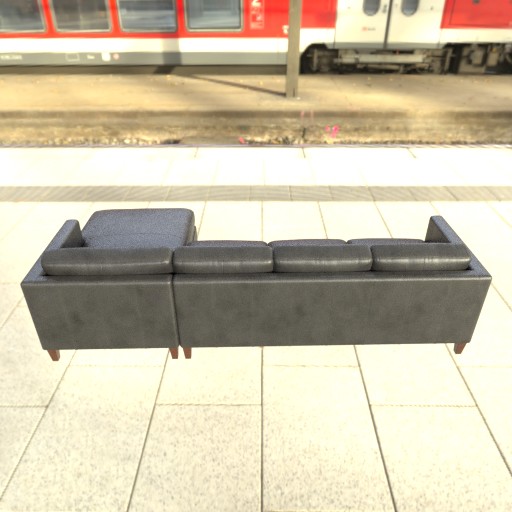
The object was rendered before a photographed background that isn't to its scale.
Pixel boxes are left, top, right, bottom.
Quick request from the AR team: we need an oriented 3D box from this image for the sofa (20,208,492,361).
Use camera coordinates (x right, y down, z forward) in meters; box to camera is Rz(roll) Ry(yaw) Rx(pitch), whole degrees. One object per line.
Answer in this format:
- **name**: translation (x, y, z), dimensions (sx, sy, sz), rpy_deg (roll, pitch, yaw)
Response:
- **sofa**: translation (0.000, 0.000, 3.805), dimensions (3.203, 0.883, 1.581), rpy_deg (-1, 32, -1)
